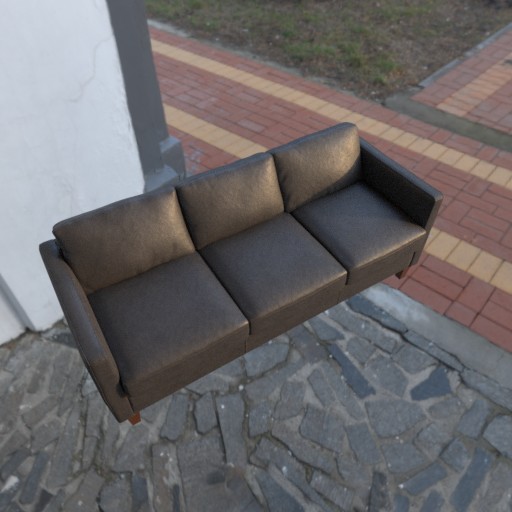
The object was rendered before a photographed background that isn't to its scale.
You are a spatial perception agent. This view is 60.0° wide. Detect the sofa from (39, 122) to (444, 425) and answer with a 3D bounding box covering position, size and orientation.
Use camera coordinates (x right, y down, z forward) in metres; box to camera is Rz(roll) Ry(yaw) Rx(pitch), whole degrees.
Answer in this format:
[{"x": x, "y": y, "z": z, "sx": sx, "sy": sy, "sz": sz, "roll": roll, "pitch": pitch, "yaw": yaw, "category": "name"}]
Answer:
[{"x": 0.000, "y": 0.000, "z": 3.020, "sx": 2.464, "sy": 1.006, "sz": 1.045, "roll": -24, "pitch": 51, "yaw": -21, "category": "sofa"}]
